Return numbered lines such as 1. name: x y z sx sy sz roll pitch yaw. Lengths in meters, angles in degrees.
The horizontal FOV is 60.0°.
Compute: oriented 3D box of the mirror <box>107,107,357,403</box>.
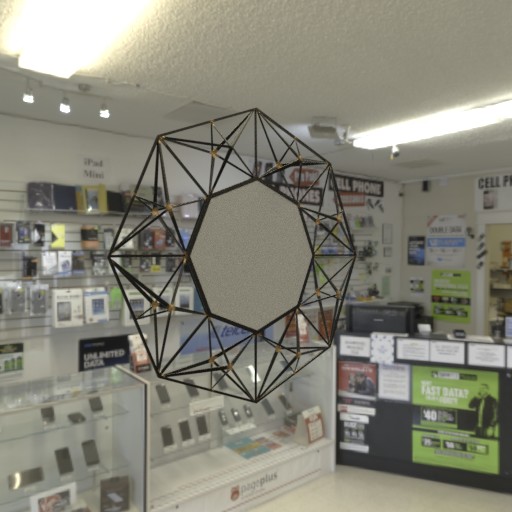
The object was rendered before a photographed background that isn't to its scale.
1. mirror: 0.000 0.000 1.065 0.710 0.710 0.094 0 1 -36
